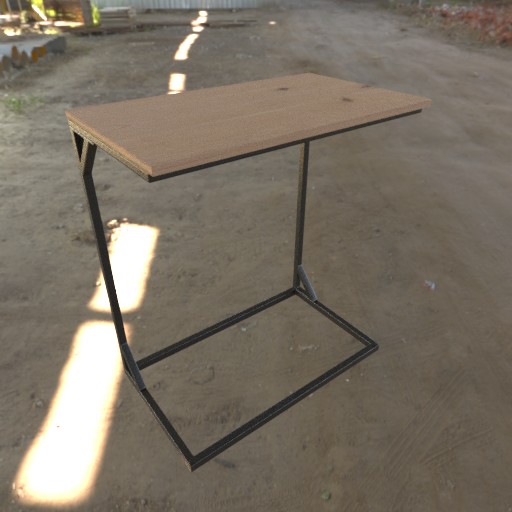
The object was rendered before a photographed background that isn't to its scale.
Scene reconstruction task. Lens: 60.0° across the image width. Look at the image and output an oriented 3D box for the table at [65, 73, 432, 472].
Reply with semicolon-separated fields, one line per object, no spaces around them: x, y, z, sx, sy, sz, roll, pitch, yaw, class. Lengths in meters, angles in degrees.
0.000;0.000;1.011;0.597;0.673;0.351;-22;39;-31;table
